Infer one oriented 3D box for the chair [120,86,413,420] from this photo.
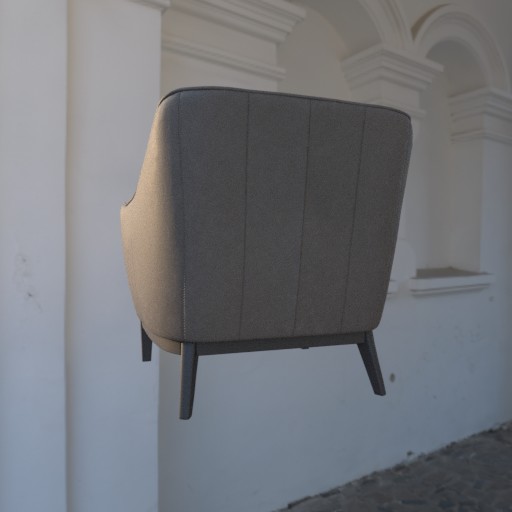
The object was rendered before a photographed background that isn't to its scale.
[{"bbox_3d":[0.000,0.000,1.520,0.871,0.830,0.852,0,1,-19],"label":"chair"}]
